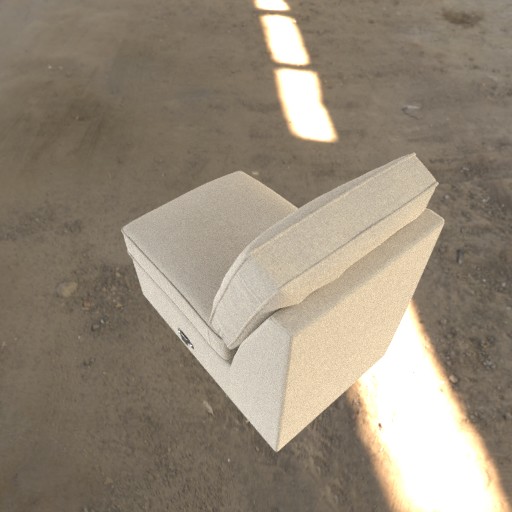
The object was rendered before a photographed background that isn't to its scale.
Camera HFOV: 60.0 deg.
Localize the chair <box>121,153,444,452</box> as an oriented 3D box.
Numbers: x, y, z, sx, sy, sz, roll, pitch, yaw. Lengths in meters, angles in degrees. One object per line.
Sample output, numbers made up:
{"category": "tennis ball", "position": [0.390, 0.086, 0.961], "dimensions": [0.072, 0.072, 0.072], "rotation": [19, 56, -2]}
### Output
{"category": "chair", "position": [0.000, 0.000, 1.586], "dimensions": [0.621, 0.970, 0.938], "rotation": [-32, 55, -26]}
